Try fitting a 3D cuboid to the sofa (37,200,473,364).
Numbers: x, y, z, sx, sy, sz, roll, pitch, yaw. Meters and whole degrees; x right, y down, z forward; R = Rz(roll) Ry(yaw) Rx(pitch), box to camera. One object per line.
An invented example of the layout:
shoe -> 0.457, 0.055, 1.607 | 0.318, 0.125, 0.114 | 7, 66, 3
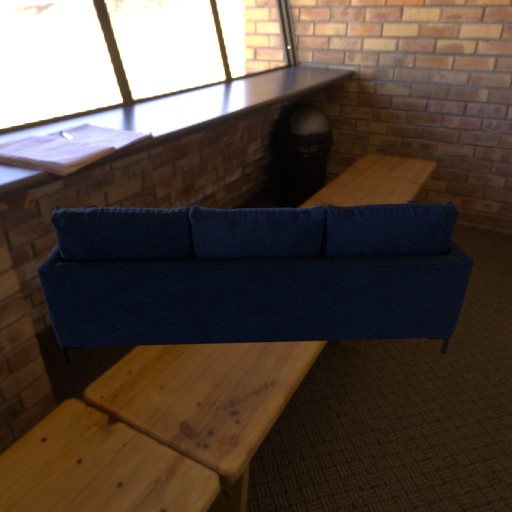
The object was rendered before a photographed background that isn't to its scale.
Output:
sofa -> 0.000, 0.000, 2.703 | 2.252, 0.879, 0.875 | -1, 29, -2
